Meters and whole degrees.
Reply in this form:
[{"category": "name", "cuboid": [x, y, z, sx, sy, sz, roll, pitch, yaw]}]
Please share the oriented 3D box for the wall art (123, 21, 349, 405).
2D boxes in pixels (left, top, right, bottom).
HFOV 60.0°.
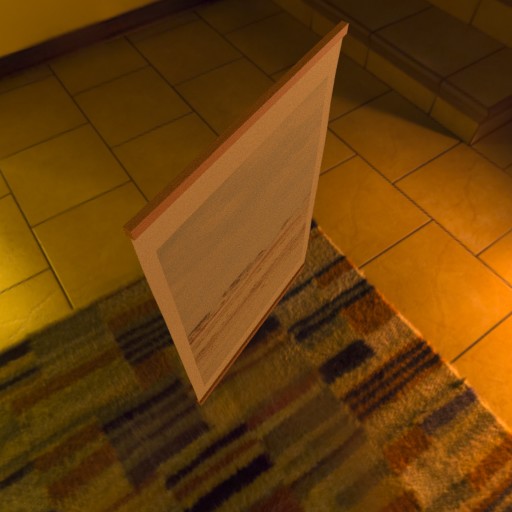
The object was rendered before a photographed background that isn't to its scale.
[{"category": "wall art", "cuboid": [0.000, 0.000, 1.855, 0.025, 1.521, 1.011, 30, 62, 18]}]
